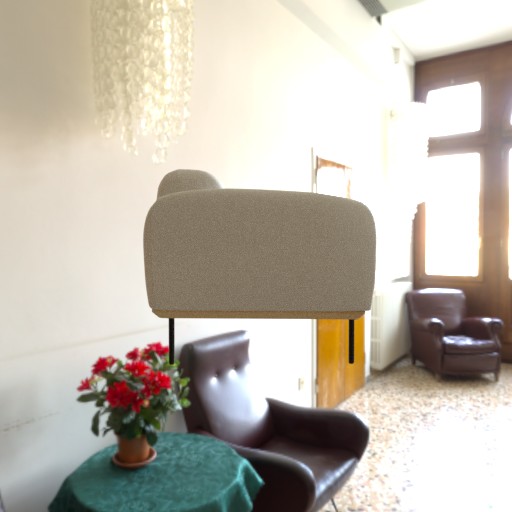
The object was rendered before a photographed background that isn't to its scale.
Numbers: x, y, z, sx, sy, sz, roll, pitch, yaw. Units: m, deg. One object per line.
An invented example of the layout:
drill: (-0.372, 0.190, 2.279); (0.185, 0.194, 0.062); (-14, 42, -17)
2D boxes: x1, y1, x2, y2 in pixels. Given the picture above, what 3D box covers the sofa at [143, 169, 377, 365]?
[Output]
sofa: (0.000, 0.000, 2.690); (0.880, 0.780, 2.257); (0, 1, -1)
